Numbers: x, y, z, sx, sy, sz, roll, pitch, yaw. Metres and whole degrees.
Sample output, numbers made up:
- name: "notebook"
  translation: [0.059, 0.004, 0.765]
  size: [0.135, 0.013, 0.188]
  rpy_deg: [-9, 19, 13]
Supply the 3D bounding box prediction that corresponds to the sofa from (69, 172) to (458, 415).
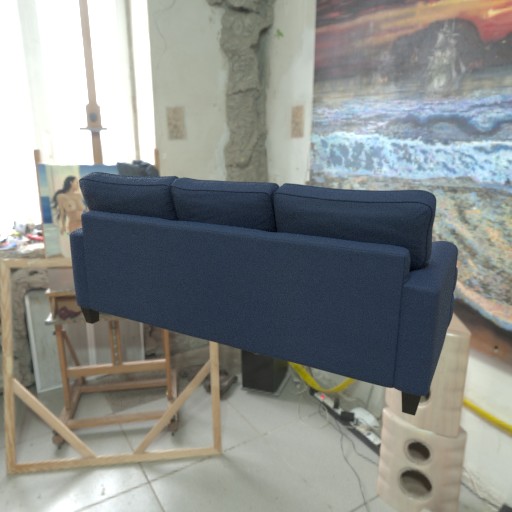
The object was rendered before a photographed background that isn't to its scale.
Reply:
- name: "sofa"
  translation: [0.000, 0.000, 2.639]
  size: [2.158, 0.965, 0.951]
  rpy_deg: [8, 18, 28]
